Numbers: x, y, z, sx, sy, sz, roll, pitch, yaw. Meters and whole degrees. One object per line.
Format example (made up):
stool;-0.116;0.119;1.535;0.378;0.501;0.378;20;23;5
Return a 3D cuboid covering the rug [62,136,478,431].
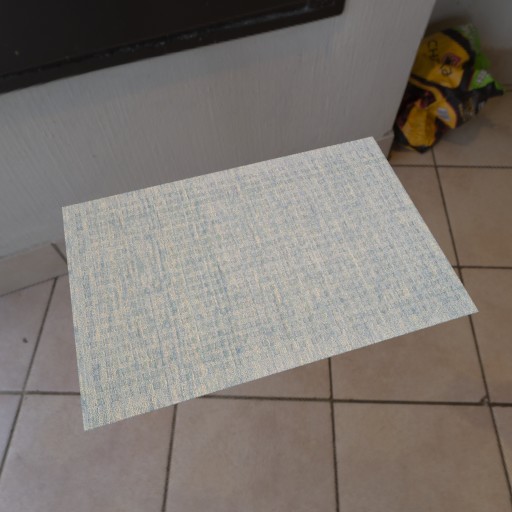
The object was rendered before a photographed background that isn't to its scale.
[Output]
rug;0.000;0.000;2.149;1.752;0.006;1.142;-15;60;-9
